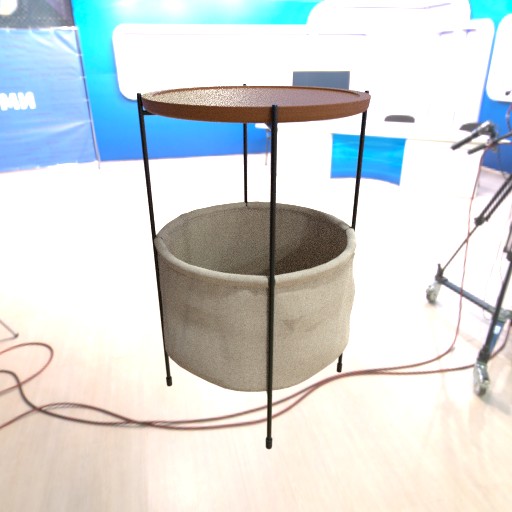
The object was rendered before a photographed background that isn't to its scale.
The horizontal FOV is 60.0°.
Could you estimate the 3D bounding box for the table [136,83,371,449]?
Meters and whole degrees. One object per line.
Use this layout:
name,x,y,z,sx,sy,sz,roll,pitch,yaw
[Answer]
table,0.000,0.000,0.893,0.393,0.623,0.393,18,31,34
